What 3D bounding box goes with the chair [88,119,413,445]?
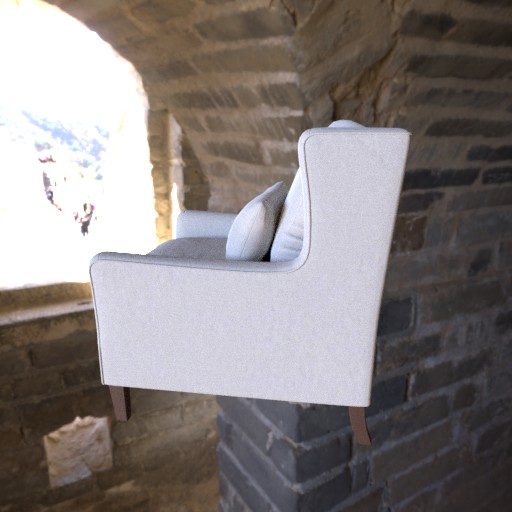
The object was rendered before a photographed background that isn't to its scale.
[{"bbox_3d":[0.000,0.000,1.846,1.040,1.056,0.982,2,15,8],"label":"chair"}]
